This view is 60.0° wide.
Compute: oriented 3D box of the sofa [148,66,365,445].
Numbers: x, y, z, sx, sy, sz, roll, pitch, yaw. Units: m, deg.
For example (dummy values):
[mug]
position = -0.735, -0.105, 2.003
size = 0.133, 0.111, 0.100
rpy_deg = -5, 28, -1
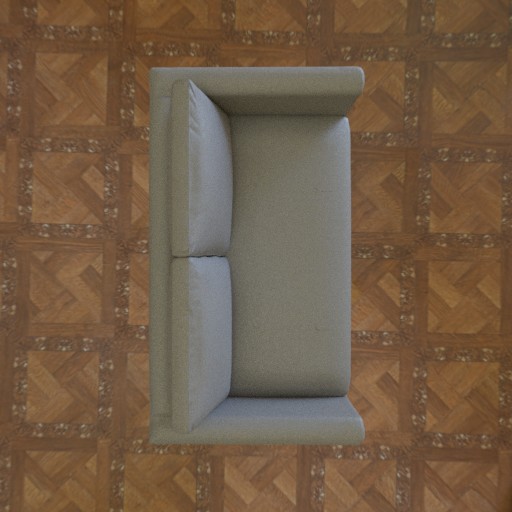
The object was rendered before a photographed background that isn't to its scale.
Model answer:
[sofa]
position = 0.000, 0.000, 2.085
size = 0.899, 0.873, 1.598
rpy_deg = 0, 90, 1
